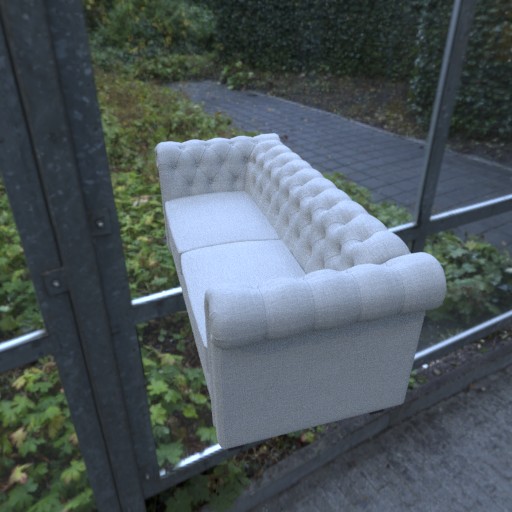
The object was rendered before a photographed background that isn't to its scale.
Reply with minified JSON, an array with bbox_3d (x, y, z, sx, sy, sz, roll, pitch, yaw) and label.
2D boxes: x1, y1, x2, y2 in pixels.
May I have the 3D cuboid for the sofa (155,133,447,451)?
[{"bbox_3d":[0.000,0.000,2.238,0.783,0.797,1.798,-8,31,-14],"label":"sofa"}]
